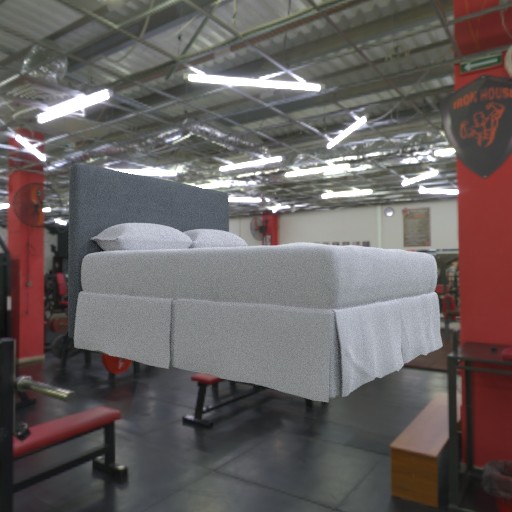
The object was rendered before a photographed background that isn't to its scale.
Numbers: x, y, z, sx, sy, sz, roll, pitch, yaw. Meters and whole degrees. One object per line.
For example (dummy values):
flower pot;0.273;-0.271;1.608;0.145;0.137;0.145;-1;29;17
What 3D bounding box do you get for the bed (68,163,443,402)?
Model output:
bed;0.000;0.000;3.145;2.142;1.330;1.713;-1;-2;37
